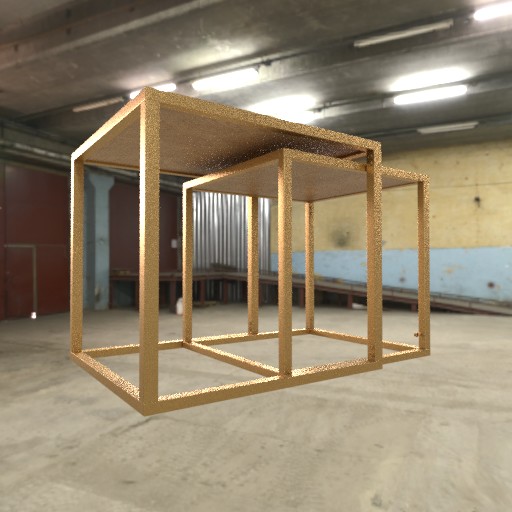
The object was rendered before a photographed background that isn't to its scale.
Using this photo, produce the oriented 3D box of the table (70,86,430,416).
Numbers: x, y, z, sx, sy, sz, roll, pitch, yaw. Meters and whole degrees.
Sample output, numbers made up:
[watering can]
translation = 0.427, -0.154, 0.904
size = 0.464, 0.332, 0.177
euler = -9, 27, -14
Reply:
[table]
translation = 0.000, 0.000, 1.098
size = 0.762, 0.505, 0.505
euler = 1, -1, -35
